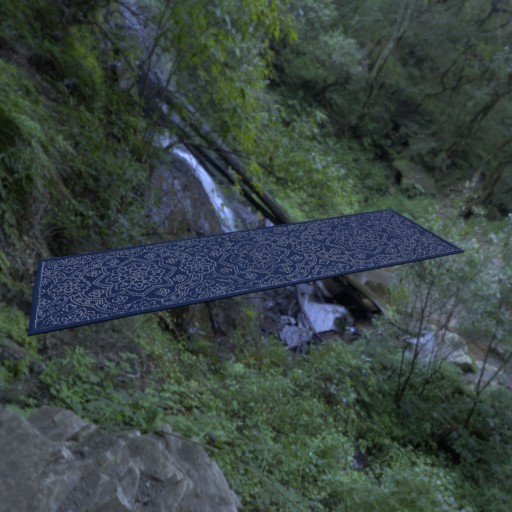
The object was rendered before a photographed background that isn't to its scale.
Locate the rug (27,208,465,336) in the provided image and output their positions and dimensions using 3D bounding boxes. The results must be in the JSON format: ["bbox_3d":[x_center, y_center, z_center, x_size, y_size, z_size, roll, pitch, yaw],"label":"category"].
[{"bbox_3d":[0.000,0.000,2.655,2.448,0.012,0.769,-9,29,-18],"label":"rug"}]
